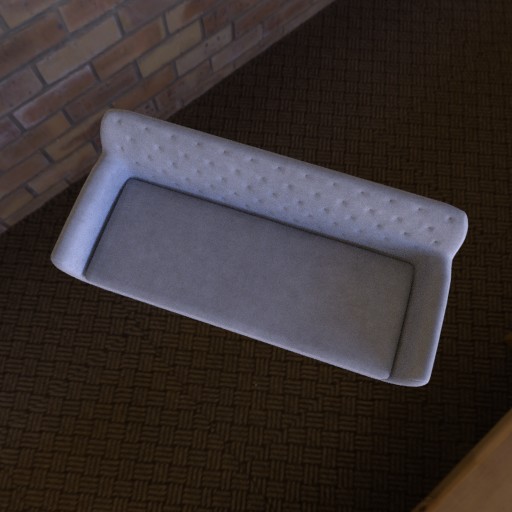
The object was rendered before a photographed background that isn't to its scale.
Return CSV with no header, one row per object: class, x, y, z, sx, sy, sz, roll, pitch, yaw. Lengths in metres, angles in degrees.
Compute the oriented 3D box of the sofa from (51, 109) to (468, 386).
sofa,0.000,0.000,2.415,1.970,0.830,0.830,17,75,5
